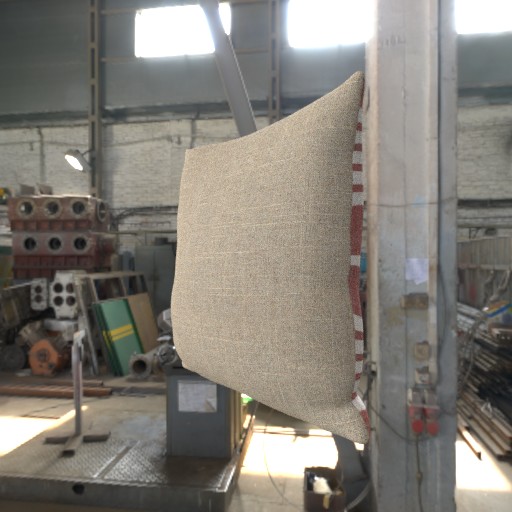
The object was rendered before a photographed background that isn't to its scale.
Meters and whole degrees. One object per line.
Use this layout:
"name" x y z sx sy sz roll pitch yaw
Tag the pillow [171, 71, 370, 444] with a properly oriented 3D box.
"pillow" 0.000 0.000 0.676 0.182 0.427 0.439 0 0 -37
